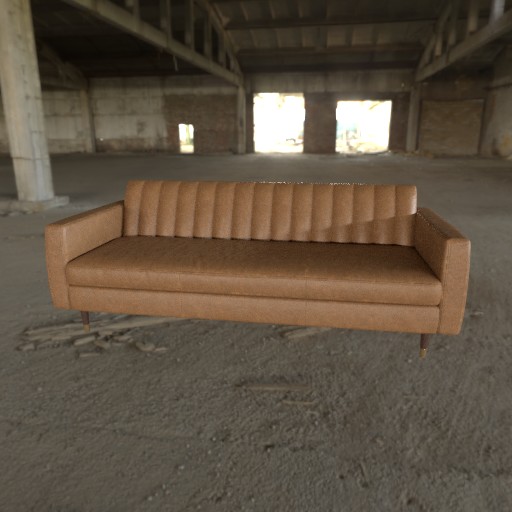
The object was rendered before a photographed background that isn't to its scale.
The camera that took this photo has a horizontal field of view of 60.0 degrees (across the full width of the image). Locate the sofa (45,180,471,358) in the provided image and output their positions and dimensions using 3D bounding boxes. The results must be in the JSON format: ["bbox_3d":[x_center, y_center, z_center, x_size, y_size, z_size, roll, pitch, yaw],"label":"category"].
[{"bbox_3d":[0.000,0.000,2.764,2.291,0.821,0.990,2,16,9],"label":"sofa"}]
